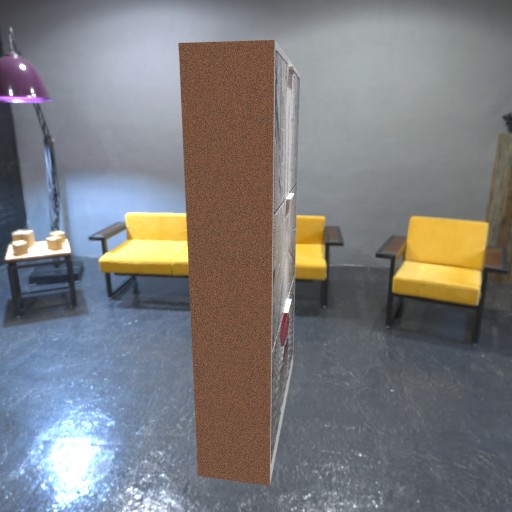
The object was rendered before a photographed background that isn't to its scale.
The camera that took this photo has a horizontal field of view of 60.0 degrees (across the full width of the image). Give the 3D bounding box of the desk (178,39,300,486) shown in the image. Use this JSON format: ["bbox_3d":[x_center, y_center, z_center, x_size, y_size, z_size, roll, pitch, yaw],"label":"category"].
[{"bbox_3d":[0.000,0.000,1.587,0.250,1.280,0.750,3,17,10],"label":"desk"}]
